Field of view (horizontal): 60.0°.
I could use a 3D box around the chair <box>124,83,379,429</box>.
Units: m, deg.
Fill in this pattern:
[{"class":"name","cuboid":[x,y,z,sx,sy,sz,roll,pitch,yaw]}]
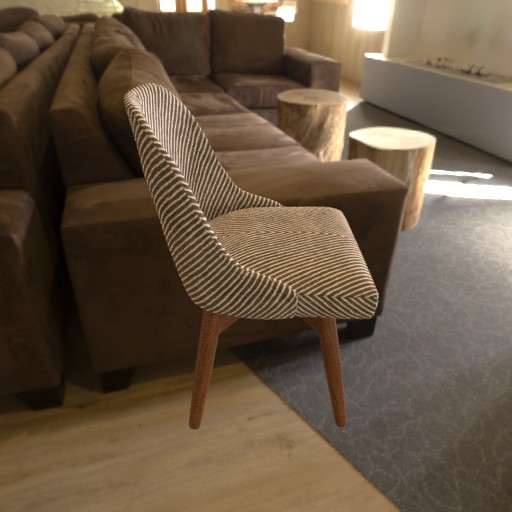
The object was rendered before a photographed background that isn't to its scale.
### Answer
[{"class":"chair","cuboid":[0.000,0.000,1.241,0.591,0.883,0.504,-1,31,-1]}]
